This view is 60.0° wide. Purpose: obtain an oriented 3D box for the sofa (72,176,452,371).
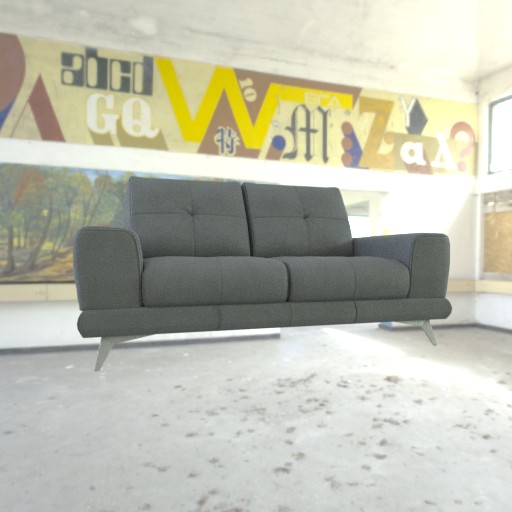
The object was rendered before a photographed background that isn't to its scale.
[{"bbox_3d":[0.000,0.000,2.425,1.806,0.907,1.018,0,0,-18],"label":"sofa"}]
